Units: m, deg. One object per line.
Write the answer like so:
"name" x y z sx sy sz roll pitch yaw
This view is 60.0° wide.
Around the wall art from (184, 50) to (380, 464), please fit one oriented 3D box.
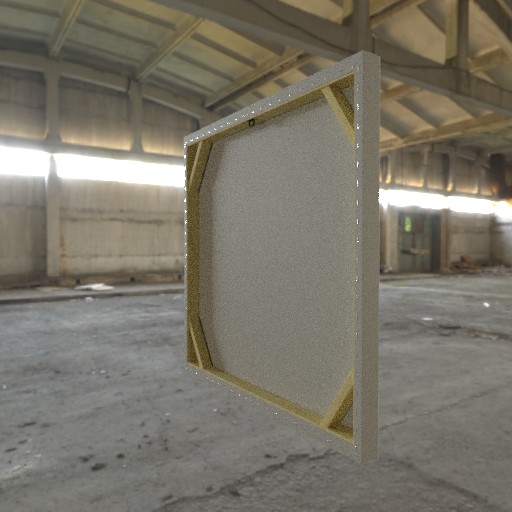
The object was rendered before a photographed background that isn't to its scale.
"wall art" 0.000 0.000 0.914 0.038 0.610 0.610 -1 1 -34
